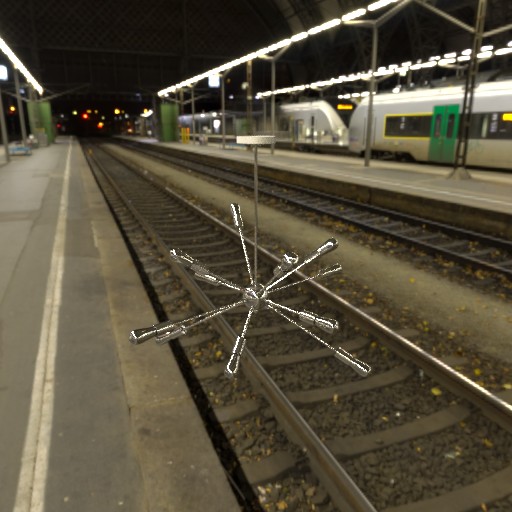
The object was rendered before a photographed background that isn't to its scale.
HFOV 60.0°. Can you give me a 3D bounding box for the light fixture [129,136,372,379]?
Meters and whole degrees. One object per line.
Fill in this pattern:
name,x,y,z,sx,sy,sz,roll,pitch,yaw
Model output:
light fixture,0.000,0.000,1.070,0.684,0.558,0.509,-14,21,-41
